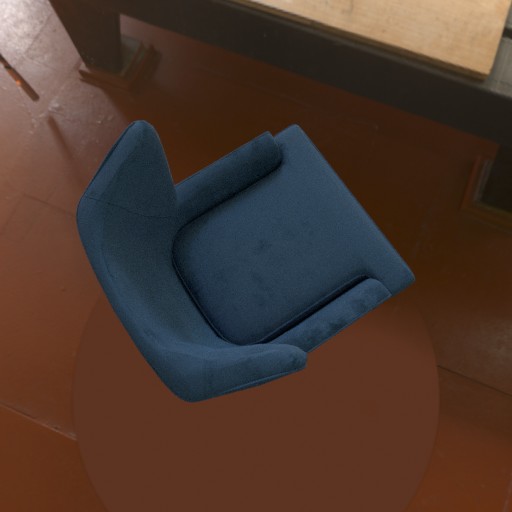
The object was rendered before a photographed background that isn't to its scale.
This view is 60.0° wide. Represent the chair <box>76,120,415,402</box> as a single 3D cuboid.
[{"bbox_3d":[0.000,0.000,1.589,0.910,0.952,0.793,-32,77,-8],"label":"chair"}]
